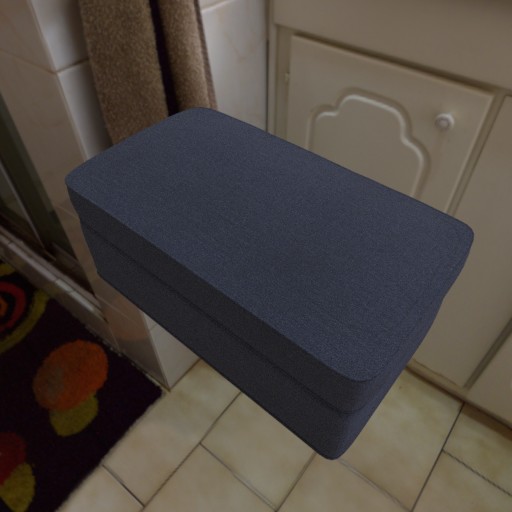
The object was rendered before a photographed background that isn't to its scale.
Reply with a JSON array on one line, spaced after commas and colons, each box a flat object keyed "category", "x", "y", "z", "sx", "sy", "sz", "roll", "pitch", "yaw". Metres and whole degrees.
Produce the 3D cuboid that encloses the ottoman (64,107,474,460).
[{"category": "ottoman", "x": 0.000, "y": 0.000, "z": 1.169, "sx": 0.895, "sy": 0.453, "sz": 0.505, "roll": 32, "pitch": 55, "yaw": 26}]
